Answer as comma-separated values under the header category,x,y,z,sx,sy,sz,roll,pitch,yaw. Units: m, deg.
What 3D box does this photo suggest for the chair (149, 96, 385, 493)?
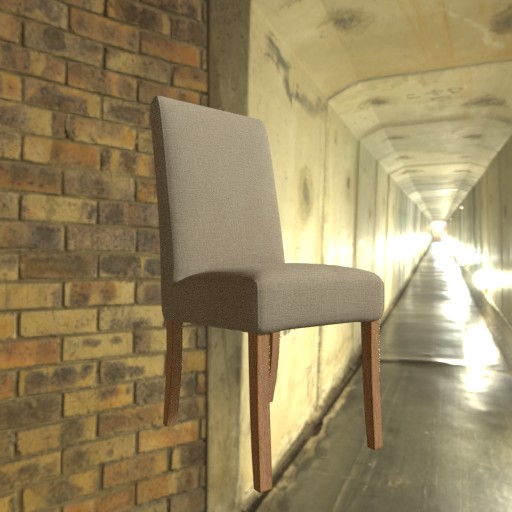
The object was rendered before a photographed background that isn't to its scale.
category,x,y,z,sx,sy,sz,roll,pitch,yaw
chair,0.000,0.000,1.327,0.450,1.033,0.611,1,-1,-36
